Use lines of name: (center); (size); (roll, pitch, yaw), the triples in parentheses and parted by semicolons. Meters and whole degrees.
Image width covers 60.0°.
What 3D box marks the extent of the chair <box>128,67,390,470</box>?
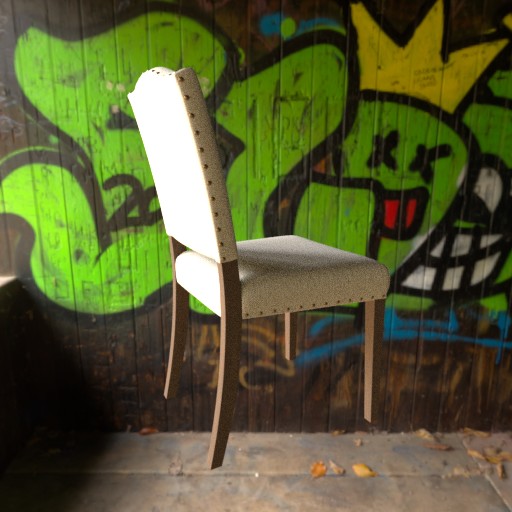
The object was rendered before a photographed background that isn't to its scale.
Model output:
chair: (0.000, 0.000, 1.337); (0.619, 1.015, 0.508); (-7, 15, -27)
